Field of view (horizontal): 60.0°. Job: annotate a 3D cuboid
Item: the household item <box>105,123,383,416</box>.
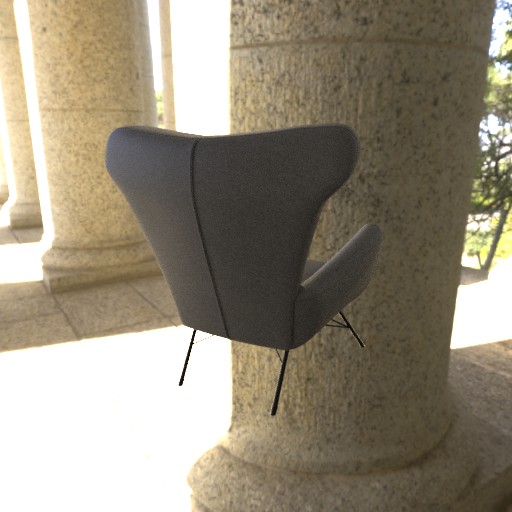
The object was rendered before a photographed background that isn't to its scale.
[{"bbox_3d":[0.000,0.000,1.861,0.980,1.050,0.900,8,17,27],"label":"household item"}]
